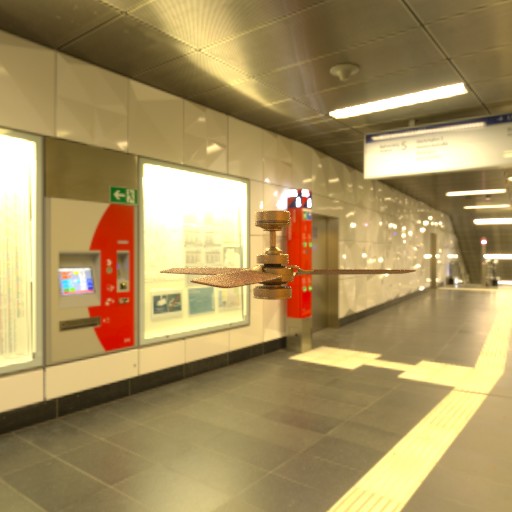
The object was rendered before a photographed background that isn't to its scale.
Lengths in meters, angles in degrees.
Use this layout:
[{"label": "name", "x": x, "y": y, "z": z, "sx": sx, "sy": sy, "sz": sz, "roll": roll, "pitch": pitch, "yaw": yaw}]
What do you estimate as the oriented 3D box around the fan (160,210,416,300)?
[{"label": "fan", "x": 0.000, "y": 0.000, "z": 2.029, "sx": 1.416, "sy": 0.425, "sz": 1.271, "roll": 0, "pitch": 0, "yaw": 18}]
